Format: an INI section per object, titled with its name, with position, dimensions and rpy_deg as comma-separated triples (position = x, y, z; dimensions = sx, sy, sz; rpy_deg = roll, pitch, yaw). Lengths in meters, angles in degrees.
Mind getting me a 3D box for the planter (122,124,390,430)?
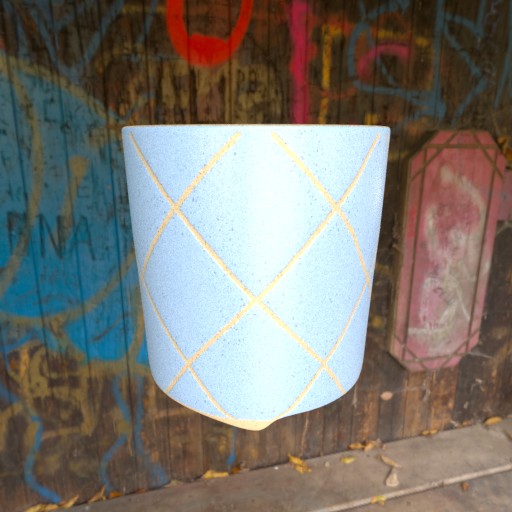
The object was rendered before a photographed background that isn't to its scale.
[planter]
position = 0.000, 0.000, 0.421
dimensions = 0.227, 0.235, 0.227
rpy_deg = 0, 15, 0
